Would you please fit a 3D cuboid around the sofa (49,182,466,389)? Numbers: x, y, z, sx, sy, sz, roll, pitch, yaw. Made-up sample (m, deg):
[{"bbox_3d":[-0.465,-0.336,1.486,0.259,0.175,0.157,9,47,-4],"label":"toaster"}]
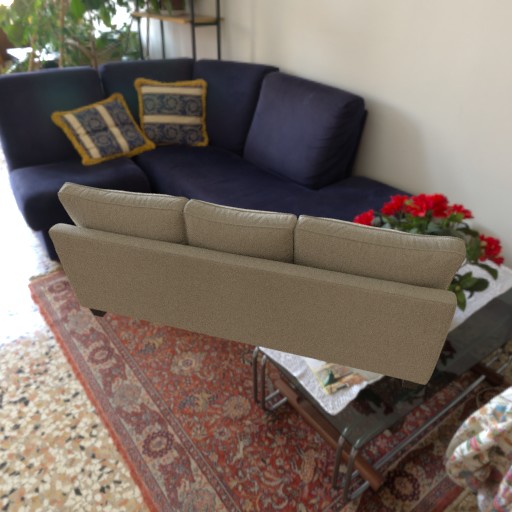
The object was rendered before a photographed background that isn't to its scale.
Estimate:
[{"bbox_3d":[0.000,0.000,2.897,2.323,0.991,1.016,10,35,15],"label":"sofa"}]
